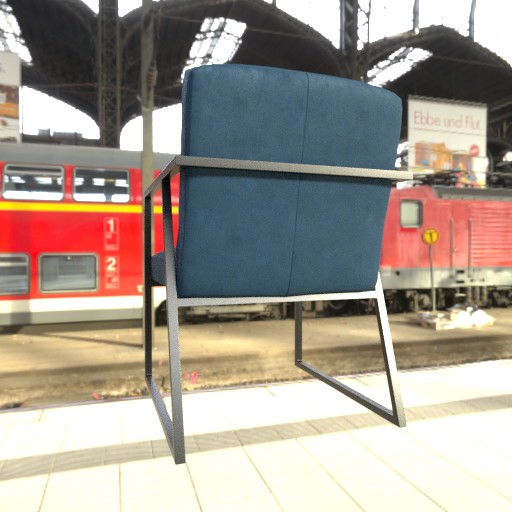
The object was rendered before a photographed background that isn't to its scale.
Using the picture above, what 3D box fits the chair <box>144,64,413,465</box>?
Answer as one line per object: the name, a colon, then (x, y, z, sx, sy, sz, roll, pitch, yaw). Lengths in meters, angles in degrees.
chair: (0.000, 0.000, 1.277, 0.571, 0.833, 0.677, 0, 1, -19)
